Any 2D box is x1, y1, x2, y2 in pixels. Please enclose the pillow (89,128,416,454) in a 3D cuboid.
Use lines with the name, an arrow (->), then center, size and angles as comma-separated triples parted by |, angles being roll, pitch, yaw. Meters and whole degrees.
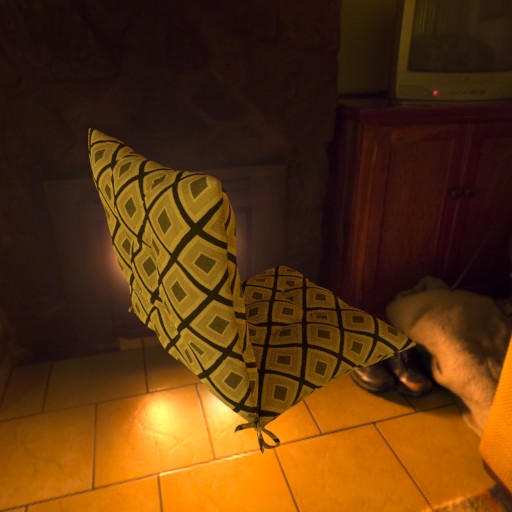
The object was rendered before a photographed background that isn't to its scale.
pillow -> 0.000, 0.000, 0.986 | 0.585, 0.536, 0.541 | -17, 30, -32
